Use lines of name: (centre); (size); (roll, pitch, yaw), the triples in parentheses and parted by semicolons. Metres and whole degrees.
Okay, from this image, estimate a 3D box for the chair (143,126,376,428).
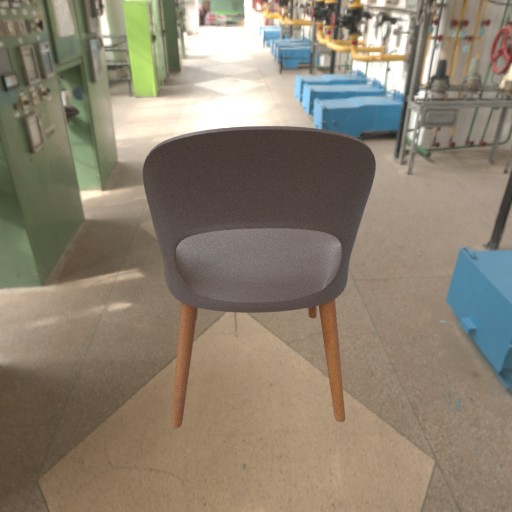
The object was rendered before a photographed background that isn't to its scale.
chair: (0.000, 0.000, 1.141); (0.470, 0.794, 0.556); (-1, 30, -2)
